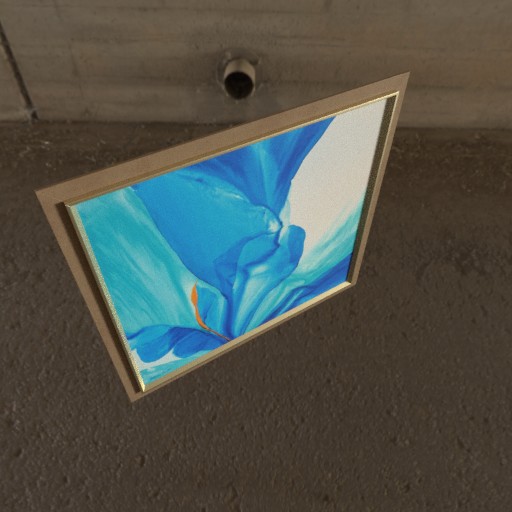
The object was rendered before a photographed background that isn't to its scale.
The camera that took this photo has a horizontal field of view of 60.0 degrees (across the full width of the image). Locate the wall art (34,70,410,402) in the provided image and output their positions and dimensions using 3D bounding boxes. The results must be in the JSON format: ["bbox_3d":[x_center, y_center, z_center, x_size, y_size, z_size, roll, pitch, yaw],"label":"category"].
[{"bbox_3d":[0.000,0.000,1.597,1.168,1.067,0.025,-24,51,-21],"label":"wall art"}]
